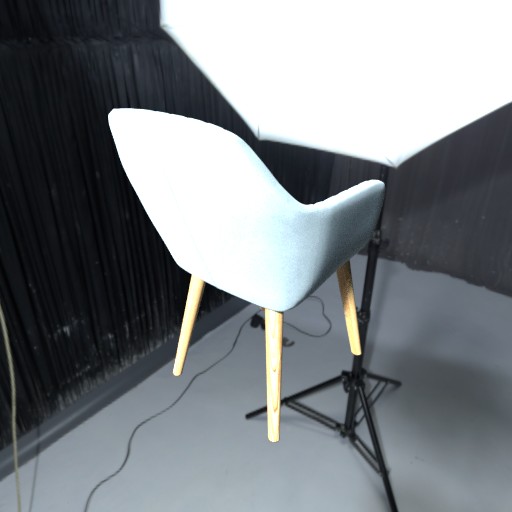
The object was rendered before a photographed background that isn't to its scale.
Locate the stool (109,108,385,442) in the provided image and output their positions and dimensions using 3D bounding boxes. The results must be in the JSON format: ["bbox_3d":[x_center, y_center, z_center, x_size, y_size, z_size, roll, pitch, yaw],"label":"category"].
[{"bbox_3d":[0.000,0.000,1.200,0.503,0.830,0.590,22,36,34],"label":"stool"}]
